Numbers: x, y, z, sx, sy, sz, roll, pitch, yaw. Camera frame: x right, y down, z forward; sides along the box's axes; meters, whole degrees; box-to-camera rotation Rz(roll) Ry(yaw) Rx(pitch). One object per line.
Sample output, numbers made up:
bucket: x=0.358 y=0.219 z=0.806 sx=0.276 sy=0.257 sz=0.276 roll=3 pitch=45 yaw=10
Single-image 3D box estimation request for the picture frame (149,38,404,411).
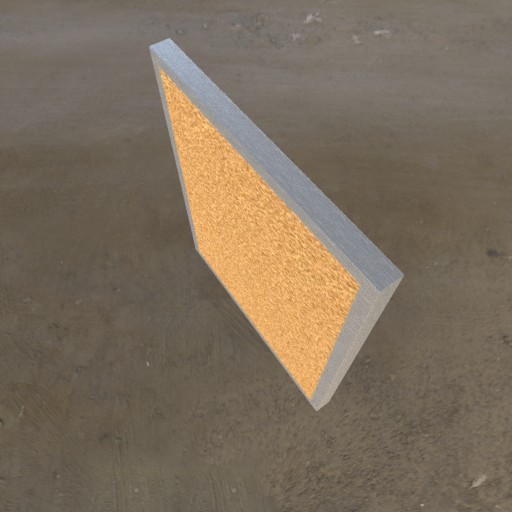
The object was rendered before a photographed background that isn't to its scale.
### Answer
picture frame: x=0.000 y=0.000 z=0.532 sx=0.027 sy=0.378 sz=0.327 roll=-31 pitch=64 yaw=-17
